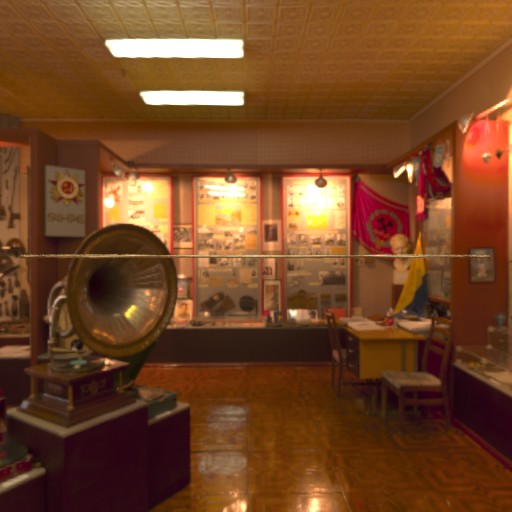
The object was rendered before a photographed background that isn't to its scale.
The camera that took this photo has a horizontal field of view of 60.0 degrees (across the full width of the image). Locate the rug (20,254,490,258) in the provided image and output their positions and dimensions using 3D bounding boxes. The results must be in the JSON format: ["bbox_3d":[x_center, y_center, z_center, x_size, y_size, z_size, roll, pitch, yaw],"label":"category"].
[{"bbox_3d":[0.000,0.000,3.024,2.431,0.025,1.530,0,0,1],"label":"rug"}]
